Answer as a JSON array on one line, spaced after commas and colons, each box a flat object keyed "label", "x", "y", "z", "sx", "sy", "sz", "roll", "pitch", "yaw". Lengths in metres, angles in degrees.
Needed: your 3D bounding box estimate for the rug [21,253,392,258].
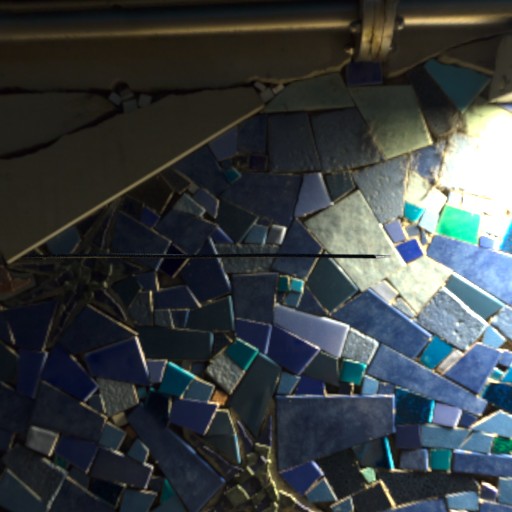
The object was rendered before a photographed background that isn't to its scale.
[{"label": "rug", "x": 0.000, "y": 0.000, "z": 4.763, "sx": 2.716, "sy": 0.035, "sz": 3.612, "roll": 0, "pitch": 0, "yaw": 18}]
